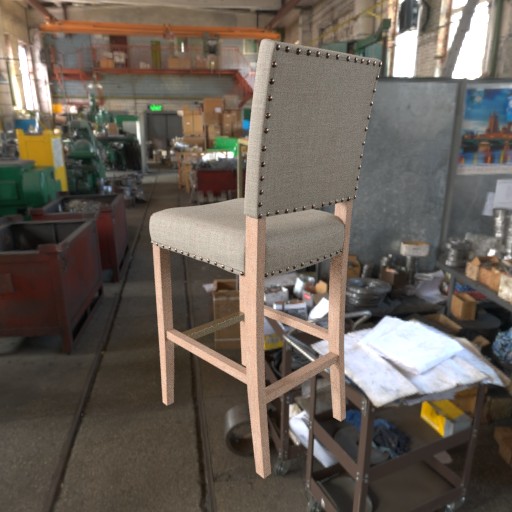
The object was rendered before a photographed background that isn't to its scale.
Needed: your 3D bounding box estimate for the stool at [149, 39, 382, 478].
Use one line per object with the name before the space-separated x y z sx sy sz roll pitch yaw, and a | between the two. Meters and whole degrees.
stool | 0.000 0.000 1.438 0.445 1.173 0.585 -15 22 -41
